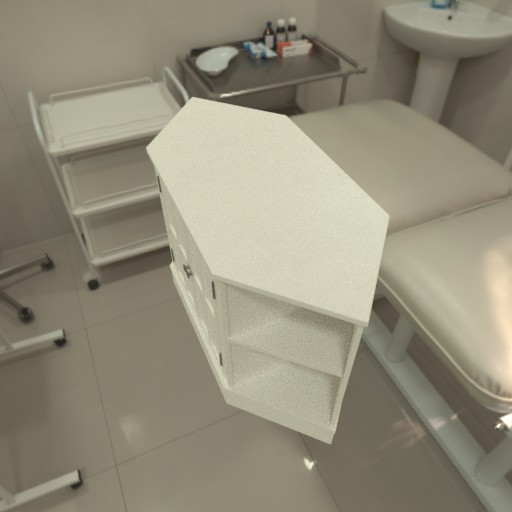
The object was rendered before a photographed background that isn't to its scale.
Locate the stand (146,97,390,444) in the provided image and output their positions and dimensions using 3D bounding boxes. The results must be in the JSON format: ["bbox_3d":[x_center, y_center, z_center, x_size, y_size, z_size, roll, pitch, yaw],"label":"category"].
[{"bbox_3d":[0.000,0.000,1.439,0.477,0.614,1.072,-18,48,-17],"label":"stand"}]
